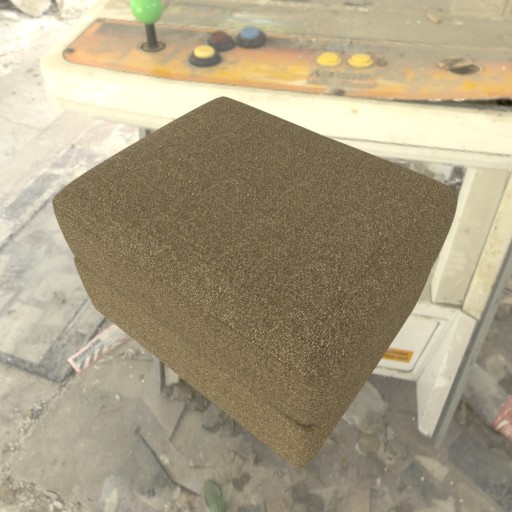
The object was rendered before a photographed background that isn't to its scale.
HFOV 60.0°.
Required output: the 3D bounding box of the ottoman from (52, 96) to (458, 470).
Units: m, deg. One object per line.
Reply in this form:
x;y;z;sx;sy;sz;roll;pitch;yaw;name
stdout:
0.000;0.000;1.102;0.742;0.476;0.598;30;54;25;ottoman
